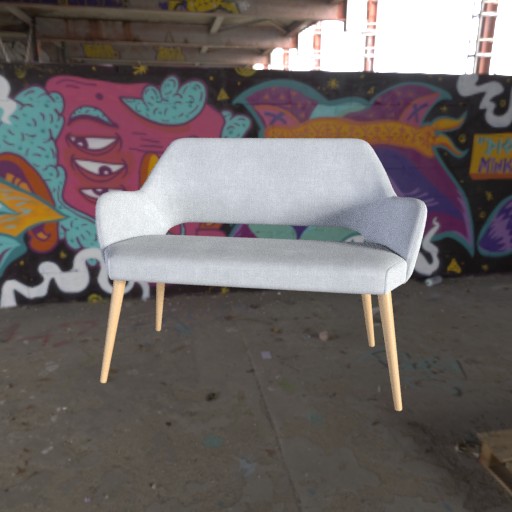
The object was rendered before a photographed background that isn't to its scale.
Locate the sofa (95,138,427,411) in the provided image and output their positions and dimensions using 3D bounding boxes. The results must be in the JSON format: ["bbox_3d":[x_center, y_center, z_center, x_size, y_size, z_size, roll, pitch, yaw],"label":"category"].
[{"bbox_3d":[0.000,0.000,1.653,1.150,0.840,0.610,3,16,9],"label":"sofa"}]
